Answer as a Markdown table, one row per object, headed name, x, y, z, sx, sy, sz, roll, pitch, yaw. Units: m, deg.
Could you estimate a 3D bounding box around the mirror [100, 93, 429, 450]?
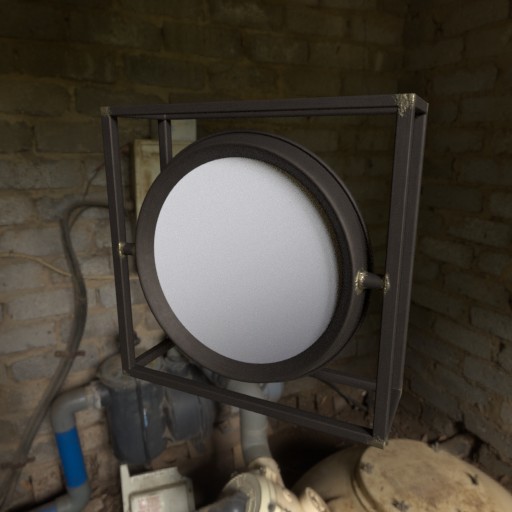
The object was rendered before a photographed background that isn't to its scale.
| name | x | y | z | sx | sy | sz | roll | pitch | yaw |
| --- | --- | --- | --- | --- | --- | --- | --- | --- | --- |
| mirror | 0.000 | 0.000 | 0.469 | 0.306 | 0.303 | 0.107 | 7 | 16 | 25 |
